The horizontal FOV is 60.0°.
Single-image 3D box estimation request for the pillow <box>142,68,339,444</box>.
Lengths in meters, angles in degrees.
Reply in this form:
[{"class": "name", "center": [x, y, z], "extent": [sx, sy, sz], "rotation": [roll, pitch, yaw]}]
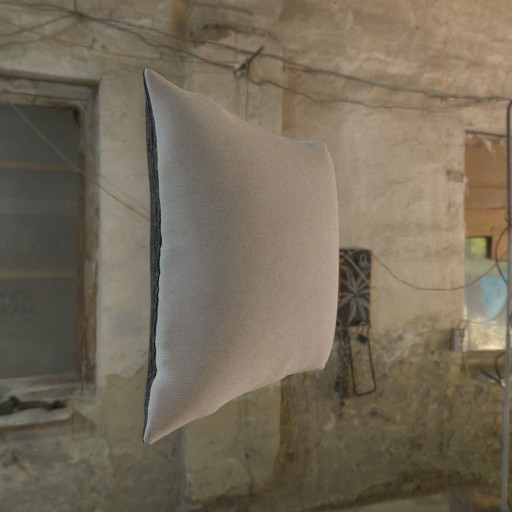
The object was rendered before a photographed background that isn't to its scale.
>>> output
[{"class": "pillow", "center": [0.000, 0.000, 0.678], "extent": [0.196, 0.434, 0.433], "rotation": [0, 0, 37]}]
